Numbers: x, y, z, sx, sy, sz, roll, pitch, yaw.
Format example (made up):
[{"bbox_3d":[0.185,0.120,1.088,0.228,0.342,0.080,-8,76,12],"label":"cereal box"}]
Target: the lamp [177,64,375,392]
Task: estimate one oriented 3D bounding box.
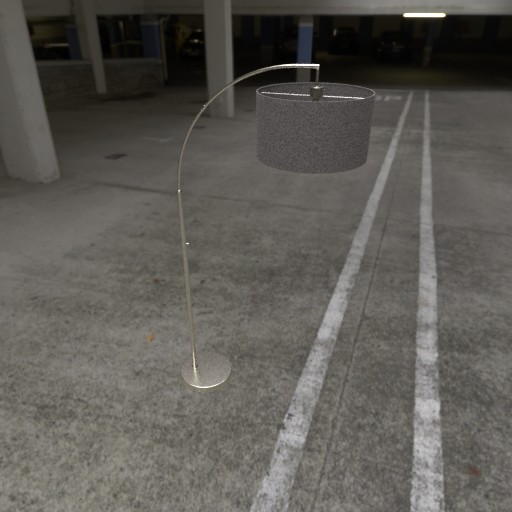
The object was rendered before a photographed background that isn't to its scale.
[{"bbox_3d":[0.000,0.000,2.156,0.934,1.735,0.452,10,31,16],"label":"lamp"}]
